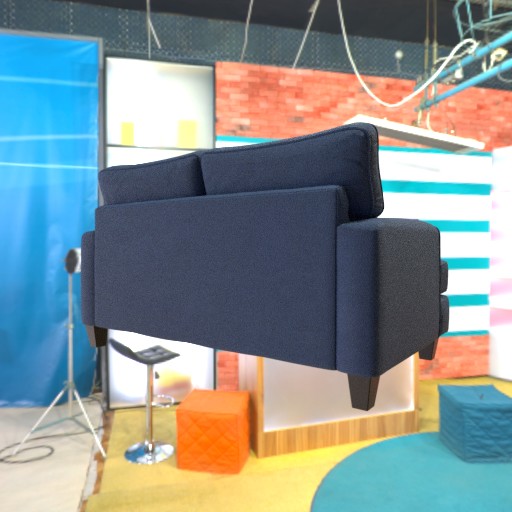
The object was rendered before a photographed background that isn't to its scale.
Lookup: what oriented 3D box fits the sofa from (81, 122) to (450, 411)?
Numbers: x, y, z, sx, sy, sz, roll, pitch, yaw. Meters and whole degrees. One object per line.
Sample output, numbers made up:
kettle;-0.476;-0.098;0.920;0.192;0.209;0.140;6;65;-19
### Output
sofa;0.000;0.000;2.226;1.651;0.965;0.965;1;2;37
